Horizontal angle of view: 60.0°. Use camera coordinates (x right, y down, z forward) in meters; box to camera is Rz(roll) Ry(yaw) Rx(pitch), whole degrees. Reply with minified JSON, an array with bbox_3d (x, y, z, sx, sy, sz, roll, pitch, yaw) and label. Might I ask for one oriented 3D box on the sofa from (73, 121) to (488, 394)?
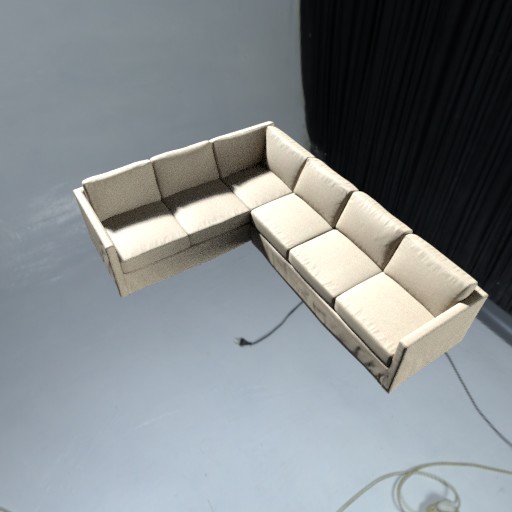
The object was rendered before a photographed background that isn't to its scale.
[{"bbox_3d":[0.000,0.000,4.205,2.432,0.871,3.182,-25,51,-22],"label":"sofa"}]
